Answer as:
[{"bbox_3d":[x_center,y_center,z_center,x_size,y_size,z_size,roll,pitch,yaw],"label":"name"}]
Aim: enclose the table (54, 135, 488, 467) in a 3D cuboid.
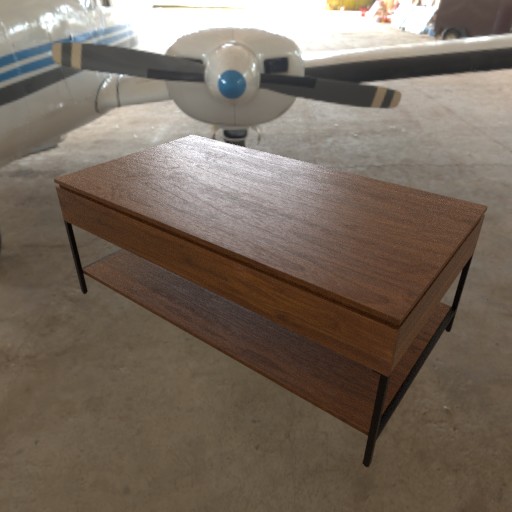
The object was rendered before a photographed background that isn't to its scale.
[{"bbox_3d":[0.000,0.000,1.324,1.057,0.414,0.574,22,37,32],"label":"table"}]
